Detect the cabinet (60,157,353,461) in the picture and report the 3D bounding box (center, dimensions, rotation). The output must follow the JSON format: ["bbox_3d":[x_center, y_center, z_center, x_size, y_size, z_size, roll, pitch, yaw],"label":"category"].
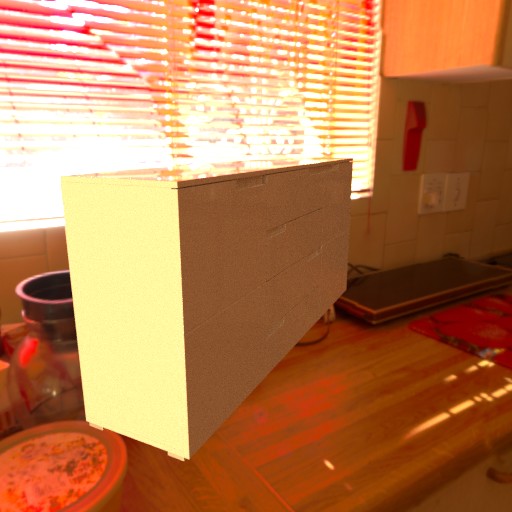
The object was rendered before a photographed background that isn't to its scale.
[{"bbox_3d":[0.000,0.000,1.961,0.400,0.800,1.650,7,16,26],"label":"cabinet"}]
